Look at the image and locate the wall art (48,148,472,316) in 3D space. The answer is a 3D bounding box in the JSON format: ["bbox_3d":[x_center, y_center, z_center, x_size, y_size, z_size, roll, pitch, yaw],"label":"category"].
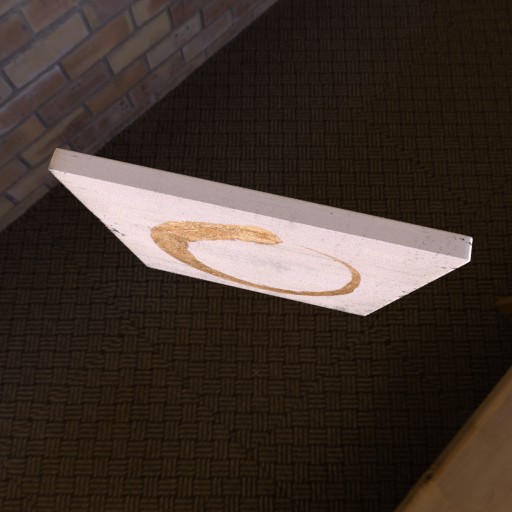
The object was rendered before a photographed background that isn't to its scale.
[{"bbox_3d":[0.000,0.000,0.920,0.610,0.611,0.040,13,76,3],"label":"wall art"}]
